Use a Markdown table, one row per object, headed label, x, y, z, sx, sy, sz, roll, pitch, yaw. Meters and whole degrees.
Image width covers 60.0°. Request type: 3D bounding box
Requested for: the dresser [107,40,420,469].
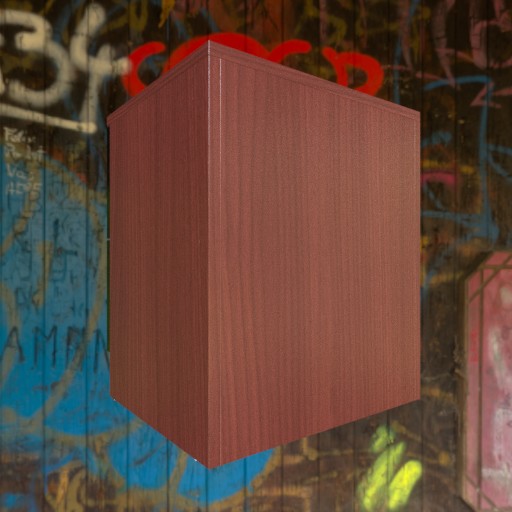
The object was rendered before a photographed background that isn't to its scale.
| label | x | y | z | sx | sy | sz | roll | pitch | yaw |
| --- | --- | --- | --- | --- | --- | --- | --- | --- | --- |
| dresser | 0.000 | 0.000 | 0.747 | 0.400 | 0.470 | 0.360 | 0 | 0 | -37 |
